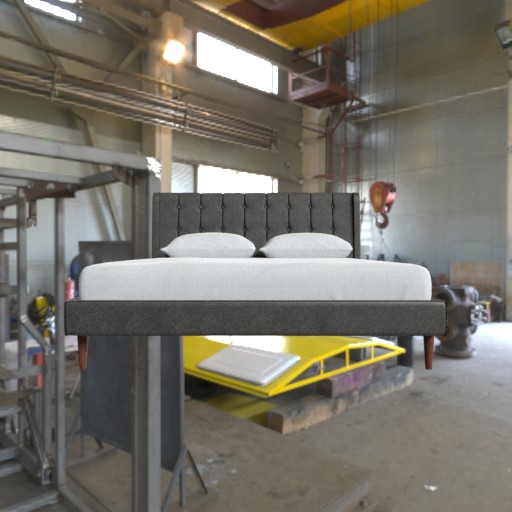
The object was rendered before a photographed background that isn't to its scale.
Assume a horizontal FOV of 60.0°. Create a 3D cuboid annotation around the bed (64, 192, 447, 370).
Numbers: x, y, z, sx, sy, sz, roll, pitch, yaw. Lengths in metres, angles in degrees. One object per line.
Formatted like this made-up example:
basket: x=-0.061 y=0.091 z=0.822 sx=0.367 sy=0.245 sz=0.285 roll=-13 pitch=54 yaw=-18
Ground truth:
bed: x=0.000 y=0.000 z=3.191 sx=1.903 sy=1.158 sz=2.031 roll=0 pitch=1 yaw=0
